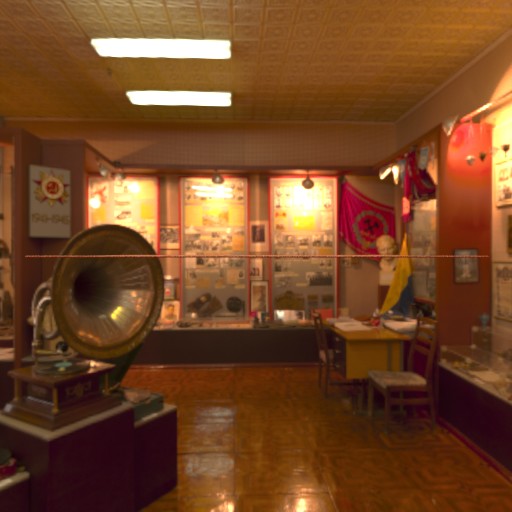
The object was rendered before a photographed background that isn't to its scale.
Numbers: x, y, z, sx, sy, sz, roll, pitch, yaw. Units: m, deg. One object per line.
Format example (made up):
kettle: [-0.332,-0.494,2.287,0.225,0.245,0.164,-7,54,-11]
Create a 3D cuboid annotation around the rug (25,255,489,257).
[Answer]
rug: [0.000,0.000,2.788,2.112,0.009,1.594,0,0,-1]
